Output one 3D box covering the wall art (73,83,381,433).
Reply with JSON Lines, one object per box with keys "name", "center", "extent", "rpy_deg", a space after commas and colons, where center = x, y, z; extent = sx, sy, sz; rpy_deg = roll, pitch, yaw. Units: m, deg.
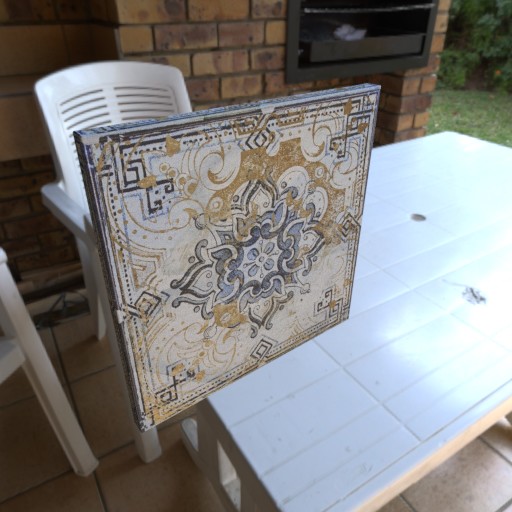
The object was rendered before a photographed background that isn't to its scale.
{"name": "wall art", "center": [0.000, 0.000, 0.913], "extent": [0.609, 0.607, 0.036], "rpy_deg": [-21, 37, -31]}
